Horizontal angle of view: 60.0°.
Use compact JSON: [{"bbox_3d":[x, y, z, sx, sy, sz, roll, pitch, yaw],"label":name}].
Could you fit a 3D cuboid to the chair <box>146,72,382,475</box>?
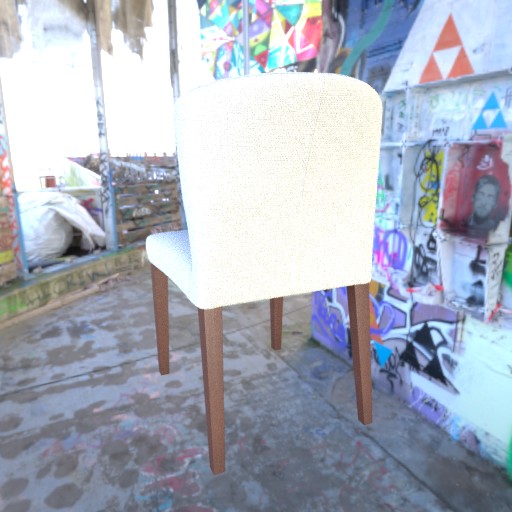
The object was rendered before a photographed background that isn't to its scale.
[{"bbox_3d":[0.000,0.000,1.181,0.491,0.839,0.589,-7,15,-25],"label":"chair"}]
